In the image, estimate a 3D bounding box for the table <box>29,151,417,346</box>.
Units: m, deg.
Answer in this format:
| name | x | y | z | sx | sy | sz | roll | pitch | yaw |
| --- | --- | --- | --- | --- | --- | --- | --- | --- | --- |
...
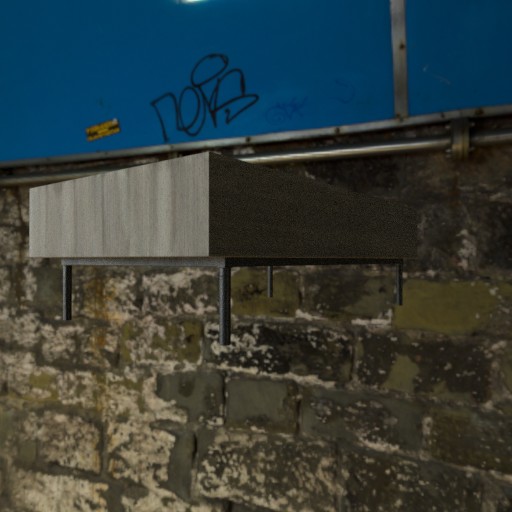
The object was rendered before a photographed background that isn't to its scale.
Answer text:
| name | x | y | z | sx | sy | sz | roll | pitch | yaw |
| --- | --- | --- | --- | --- | --- | --- | --- | --- | --- |
| table | 0.000 | 0.000 | 1.377 | 0.643 | 0.347 | 1.088 | 0 | -1 | 38 |
